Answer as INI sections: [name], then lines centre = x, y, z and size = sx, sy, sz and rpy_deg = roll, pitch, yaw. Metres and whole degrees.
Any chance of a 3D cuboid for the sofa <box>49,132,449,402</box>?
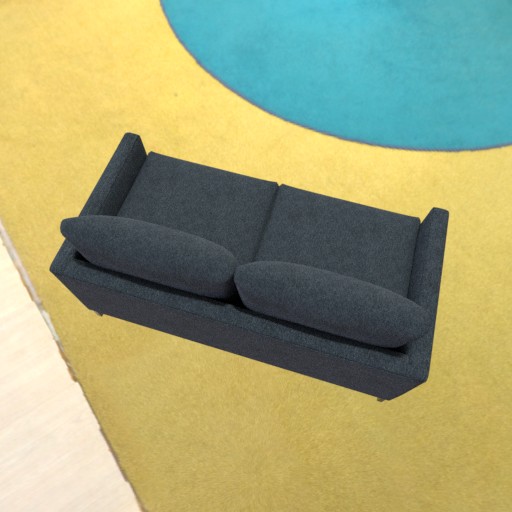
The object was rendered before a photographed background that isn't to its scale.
[sofa]
centre = 0.000, 0.000, 2.219
size = 1.716, 0.862, 0.866
rpy_deg = 15, 64, 7
